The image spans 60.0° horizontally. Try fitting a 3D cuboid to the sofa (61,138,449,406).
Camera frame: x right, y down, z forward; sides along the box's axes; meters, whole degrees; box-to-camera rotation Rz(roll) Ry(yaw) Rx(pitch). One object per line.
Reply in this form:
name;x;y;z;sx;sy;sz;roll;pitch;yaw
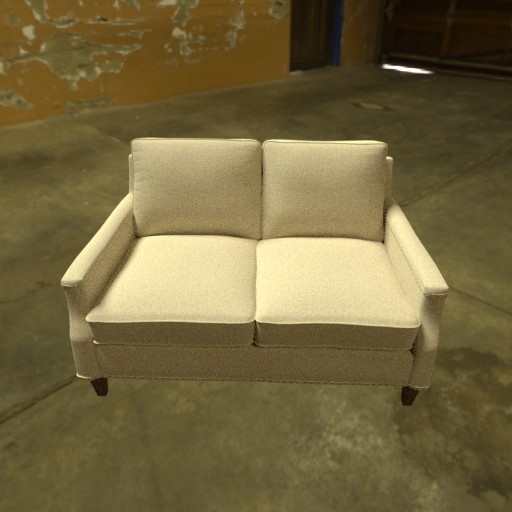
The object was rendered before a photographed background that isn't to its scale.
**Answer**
sofa;0.000;0.000;2.255;1.597;1.003;1.084;1;31;2
